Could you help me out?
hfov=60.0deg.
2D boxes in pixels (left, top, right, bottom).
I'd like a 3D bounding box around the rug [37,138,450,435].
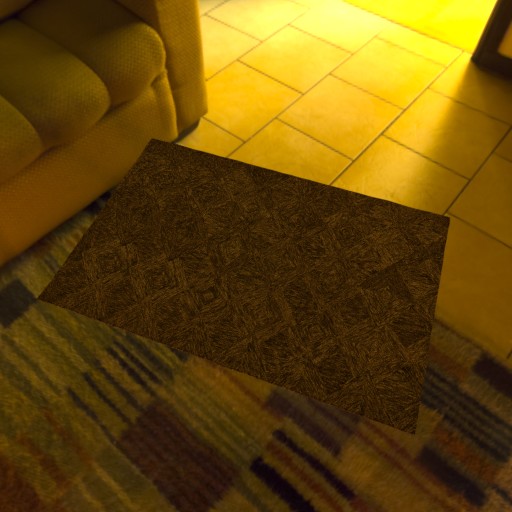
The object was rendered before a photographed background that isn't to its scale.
[{"bbox_3d":[0.000,0.000,2.263,1.808,0.011,1.189,17,59,11],"label":"rug"}]
